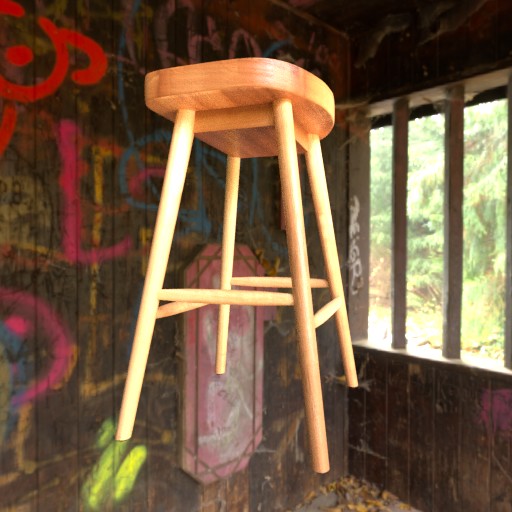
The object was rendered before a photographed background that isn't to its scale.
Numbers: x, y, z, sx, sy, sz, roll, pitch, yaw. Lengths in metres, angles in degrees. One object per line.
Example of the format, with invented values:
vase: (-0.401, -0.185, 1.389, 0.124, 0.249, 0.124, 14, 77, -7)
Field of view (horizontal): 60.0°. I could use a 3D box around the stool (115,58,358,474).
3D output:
stool: (0.000, 0.000, 0.885, 0.361, 0.615, 0.440, 0, 1, 19)
